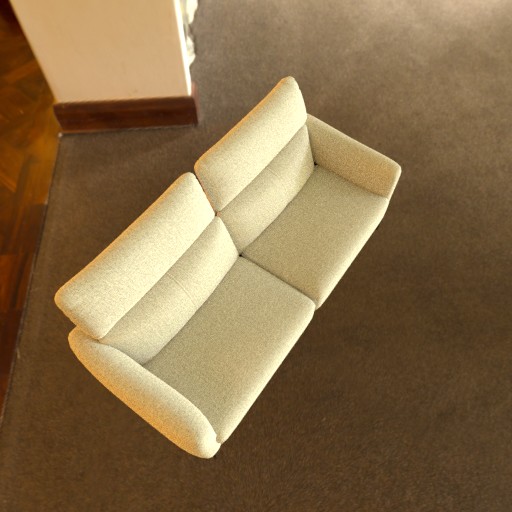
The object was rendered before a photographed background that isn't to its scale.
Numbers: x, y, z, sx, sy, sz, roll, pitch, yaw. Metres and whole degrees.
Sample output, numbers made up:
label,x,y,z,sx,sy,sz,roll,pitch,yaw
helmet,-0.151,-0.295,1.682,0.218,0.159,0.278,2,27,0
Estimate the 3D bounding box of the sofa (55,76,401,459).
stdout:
label,x,y,z,sx,sy,sz,roll,pitch,yaw
sofa,0.000,0.000,2.481,0.856,0.956,2.015,31,64,18
